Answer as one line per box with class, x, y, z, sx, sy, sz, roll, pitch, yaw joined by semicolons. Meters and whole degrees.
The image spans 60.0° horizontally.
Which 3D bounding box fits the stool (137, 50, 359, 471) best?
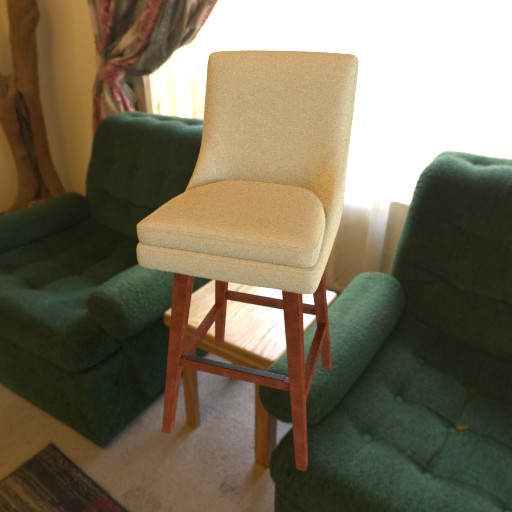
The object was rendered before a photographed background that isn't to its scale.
stool;0.000;0.000;1.325;0.470;1.092;0.559;8;29;16
